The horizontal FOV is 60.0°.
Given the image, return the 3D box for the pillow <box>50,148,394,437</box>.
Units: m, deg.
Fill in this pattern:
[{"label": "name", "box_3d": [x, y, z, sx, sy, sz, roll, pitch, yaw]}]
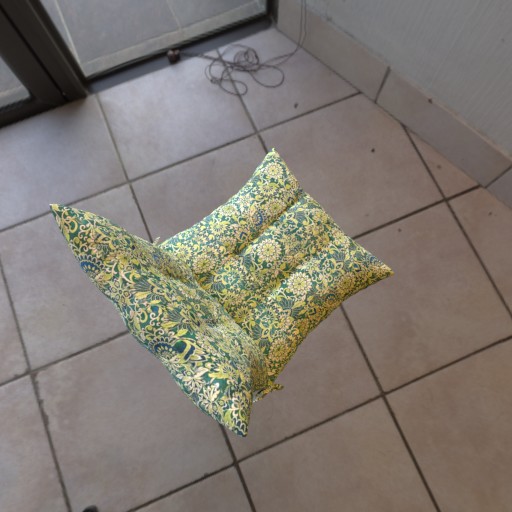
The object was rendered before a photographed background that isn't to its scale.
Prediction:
[{"label": "pillow", "box_3d": [0.000, 0.000, 1.007, 0.585, 0.536, 0.541, -41, 79, -9]}]
